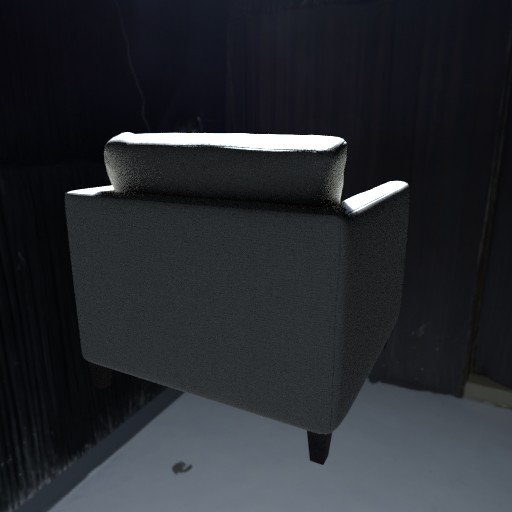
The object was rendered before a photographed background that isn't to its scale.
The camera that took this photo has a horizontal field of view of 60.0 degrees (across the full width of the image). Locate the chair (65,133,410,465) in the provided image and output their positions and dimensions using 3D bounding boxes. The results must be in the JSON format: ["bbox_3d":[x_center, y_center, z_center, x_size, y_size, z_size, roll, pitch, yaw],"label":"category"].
[{"bbox_3d":[0.000,0.000,1.718,0.996,0.919,0.959,8,17,27],"label":"chair"}]
